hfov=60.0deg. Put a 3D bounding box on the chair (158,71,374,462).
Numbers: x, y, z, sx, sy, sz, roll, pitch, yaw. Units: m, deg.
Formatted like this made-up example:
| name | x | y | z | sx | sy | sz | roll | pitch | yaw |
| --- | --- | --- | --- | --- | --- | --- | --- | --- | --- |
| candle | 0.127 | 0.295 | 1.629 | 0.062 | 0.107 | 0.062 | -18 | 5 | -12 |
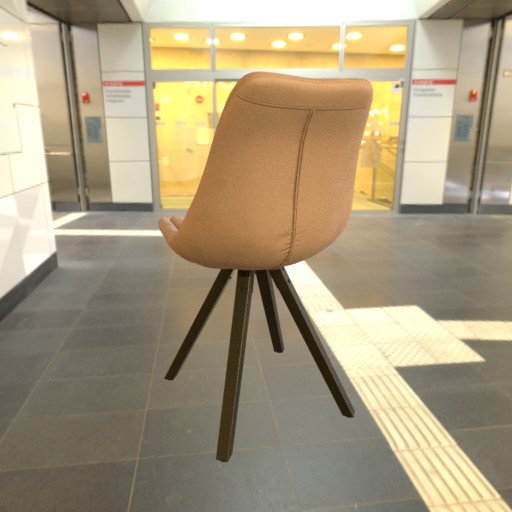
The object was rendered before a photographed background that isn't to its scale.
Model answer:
| name | x | y | z | sx | sy | sz | roll | pitch | yaw |
| --- | --- | --- | --- | --- | --- | --- | --- | --- | --- |
| chair | 0.000 | 0.000 | 1.204 | 0.483 | 0.865 | 0.547 | -8 | 17 | -26 |
